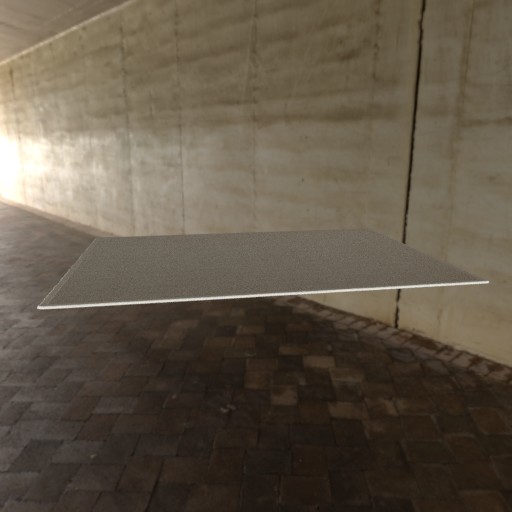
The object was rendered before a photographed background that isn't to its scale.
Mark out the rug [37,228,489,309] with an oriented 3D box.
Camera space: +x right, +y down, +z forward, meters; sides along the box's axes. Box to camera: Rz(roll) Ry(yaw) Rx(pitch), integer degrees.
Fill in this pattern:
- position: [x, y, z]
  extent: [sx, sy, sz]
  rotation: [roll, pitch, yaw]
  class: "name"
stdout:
- position: [0.000, 0.000, 2.881]
  extent: [2.244, 0.017, 1.532]
  rotation: [-2, 14, -10]
  class: "rug"
